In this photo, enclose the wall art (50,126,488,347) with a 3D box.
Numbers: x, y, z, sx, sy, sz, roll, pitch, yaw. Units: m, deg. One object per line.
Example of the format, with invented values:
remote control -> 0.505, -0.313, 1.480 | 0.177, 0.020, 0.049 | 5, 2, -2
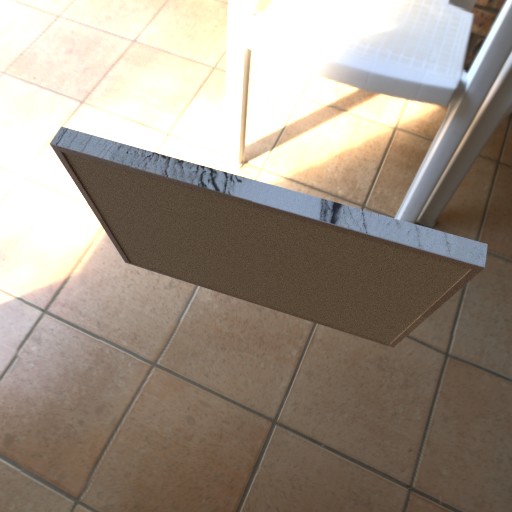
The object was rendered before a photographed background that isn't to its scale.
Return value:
wall art -> 0.000, 0.000, 0.784 | 0.613, 0.407, 0.035 | 17, 66, 8
